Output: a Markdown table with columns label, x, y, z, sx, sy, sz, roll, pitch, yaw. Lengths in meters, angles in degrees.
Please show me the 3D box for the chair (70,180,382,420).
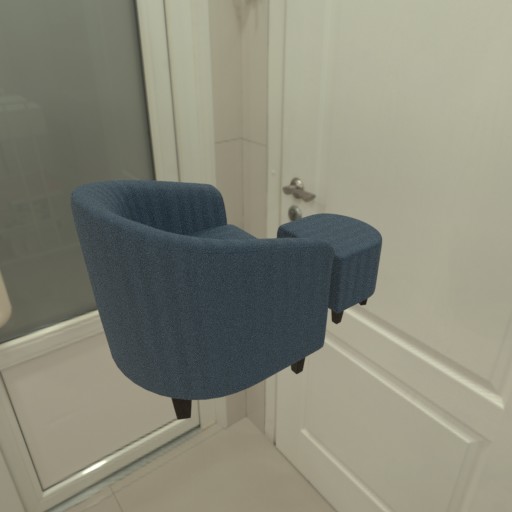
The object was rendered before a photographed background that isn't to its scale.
| label | x | y | z | sx | sy | sz | roll | pitch | yaw |
| --- | --- | --- | --- | --- | --- | --- | --- | --- | --- |
| chair | 0.000 | 0.000 | 1.772 | 1.288 | 0.757 | 0.756 | -20 | 34 | -32 |
